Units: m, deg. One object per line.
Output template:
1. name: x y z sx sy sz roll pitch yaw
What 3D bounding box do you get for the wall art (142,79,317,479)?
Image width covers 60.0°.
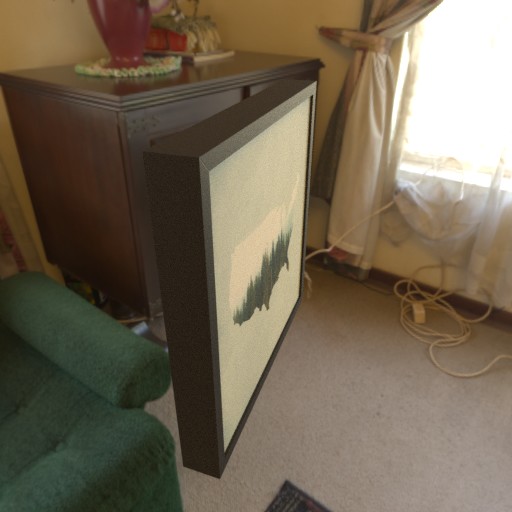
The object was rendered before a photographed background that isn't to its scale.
1. wall art: 0.000 0.000 0.463 0.038 0.304 0.304 10 31 17
